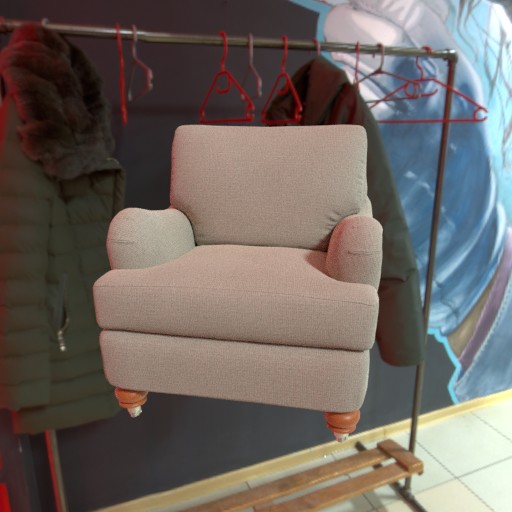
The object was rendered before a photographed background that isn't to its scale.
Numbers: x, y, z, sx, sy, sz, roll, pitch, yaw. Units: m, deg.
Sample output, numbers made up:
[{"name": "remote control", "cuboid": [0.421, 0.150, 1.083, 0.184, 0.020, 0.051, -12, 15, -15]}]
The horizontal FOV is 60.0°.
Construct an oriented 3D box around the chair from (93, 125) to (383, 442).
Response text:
[{"name": "chair", "cuboid": [0.000, 0.000, 1.825, 0.955, 1.038, 1.070, 3, 16, 10]}]
